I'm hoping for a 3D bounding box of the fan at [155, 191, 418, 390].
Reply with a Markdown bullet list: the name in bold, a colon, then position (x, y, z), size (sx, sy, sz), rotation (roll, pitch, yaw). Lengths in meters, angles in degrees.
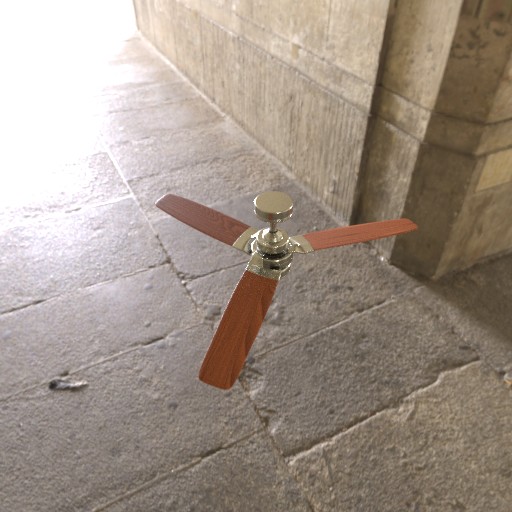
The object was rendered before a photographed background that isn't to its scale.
- **fan**: position (0.000, 0.000, 2.012), size (1.416, 0.410, 1.271), rotation (12, 42, 13)
